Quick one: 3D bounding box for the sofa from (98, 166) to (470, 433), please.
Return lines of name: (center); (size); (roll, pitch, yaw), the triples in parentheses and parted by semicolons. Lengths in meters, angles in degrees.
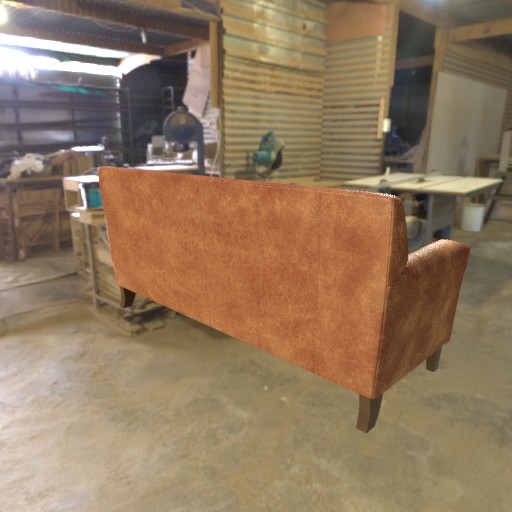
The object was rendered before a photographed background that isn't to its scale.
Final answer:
sofa: (0.000, 0.000, 2.513); (2.053, 0.947, 0.805); (15, 21, 42)
